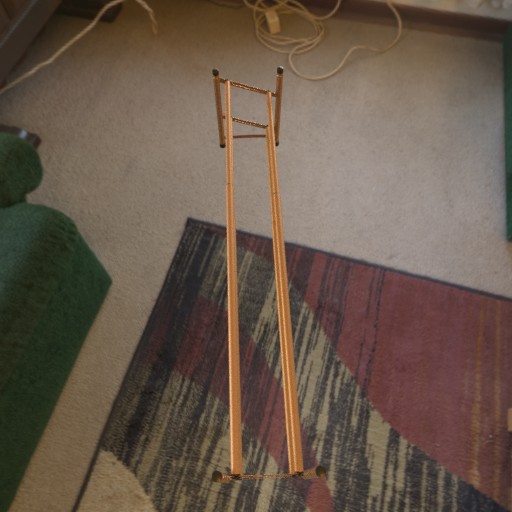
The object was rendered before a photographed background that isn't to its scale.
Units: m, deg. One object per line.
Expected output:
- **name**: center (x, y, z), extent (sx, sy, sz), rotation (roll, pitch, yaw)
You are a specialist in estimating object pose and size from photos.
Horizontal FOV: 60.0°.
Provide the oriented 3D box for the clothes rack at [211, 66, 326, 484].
- **clothes rack**: center (0.000, 0.000, 1.287), extent (0.229, 0.349, 1.168), rotation (-2, 63, -1)
